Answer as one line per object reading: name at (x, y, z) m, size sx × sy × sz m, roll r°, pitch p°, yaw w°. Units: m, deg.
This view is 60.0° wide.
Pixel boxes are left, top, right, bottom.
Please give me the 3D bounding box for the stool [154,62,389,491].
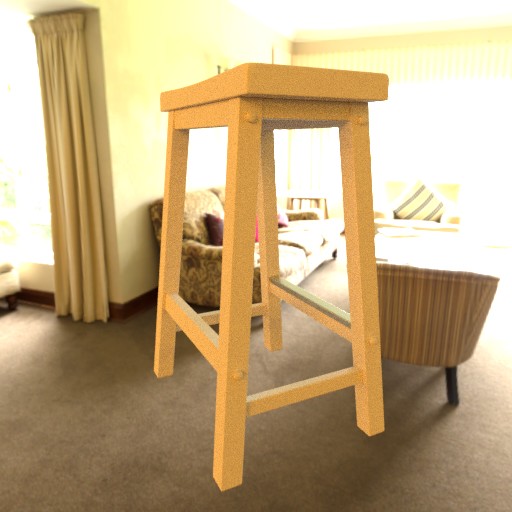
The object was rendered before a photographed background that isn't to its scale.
stool at (0.000, 0.000, 0.839) m, size 0.322 × 0.610 × 0.406 m, roll -7°, pitch 16°, yaw -26°
